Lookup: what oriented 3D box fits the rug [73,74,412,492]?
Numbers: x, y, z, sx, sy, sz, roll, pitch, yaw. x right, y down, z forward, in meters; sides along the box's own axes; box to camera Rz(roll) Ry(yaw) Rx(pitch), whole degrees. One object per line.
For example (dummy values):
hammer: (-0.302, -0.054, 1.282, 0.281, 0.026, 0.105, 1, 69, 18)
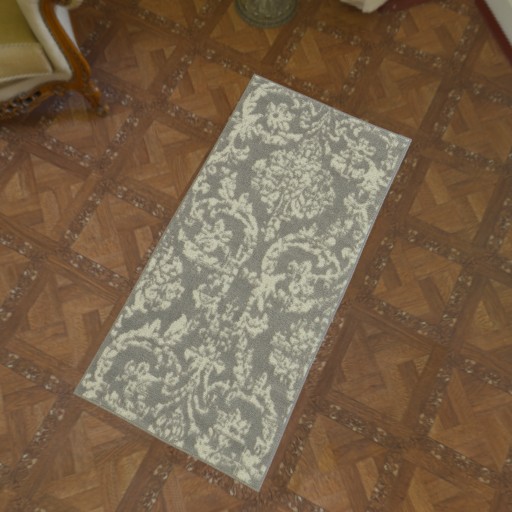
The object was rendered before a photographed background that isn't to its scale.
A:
rug: (0.000, 0.000, 1.410, 0.604, 0.007, 1.219, 25, 76, 7)
